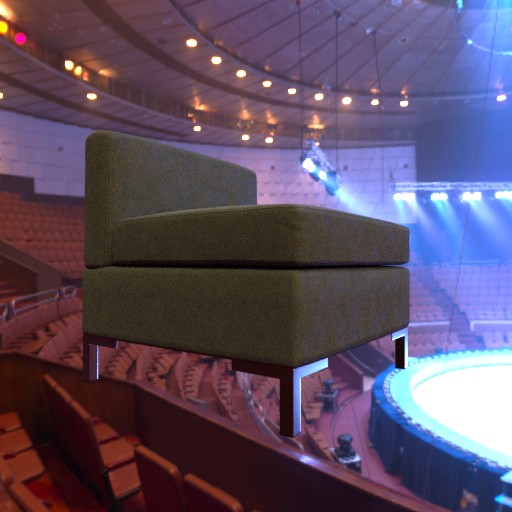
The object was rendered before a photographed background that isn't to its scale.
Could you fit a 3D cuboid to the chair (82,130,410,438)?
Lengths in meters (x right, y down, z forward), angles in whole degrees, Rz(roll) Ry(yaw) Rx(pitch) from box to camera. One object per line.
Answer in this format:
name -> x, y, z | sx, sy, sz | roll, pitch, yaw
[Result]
chair -> 0.000, 0.000, 1.237 | 0.685, 0.660, 0.684 | -1, -1, 36
